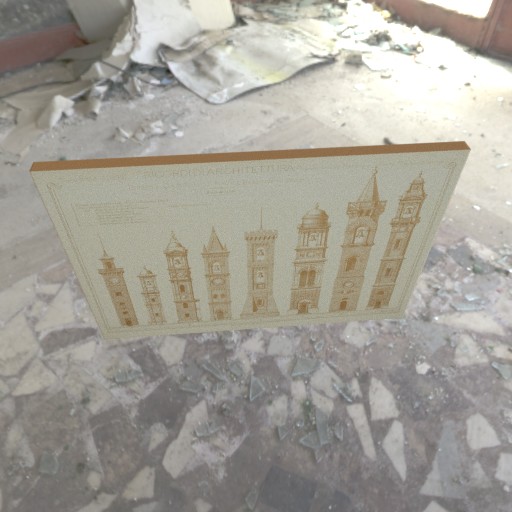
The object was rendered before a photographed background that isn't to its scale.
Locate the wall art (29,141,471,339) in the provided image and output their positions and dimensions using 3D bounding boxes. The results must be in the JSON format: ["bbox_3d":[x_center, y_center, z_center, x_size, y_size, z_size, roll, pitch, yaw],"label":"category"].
[{"bbox_3d":[0.000,0.000,1.146,0.915,0.608,0.033,-4,46,-3],"label":"wall art"}]
